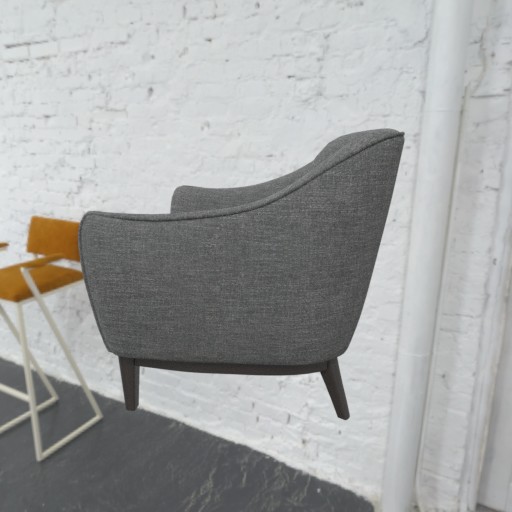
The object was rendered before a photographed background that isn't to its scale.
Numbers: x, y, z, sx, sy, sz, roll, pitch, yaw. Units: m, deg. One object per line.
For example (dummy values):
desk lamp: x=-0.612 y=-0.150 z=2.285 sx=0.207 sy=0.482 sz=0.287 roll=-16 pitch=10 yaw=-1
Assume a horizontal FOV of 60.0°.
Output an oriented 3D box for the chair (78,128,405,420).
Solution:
chair: x=0.000 y=0.000 z=1.536 sx=0.851 sy=0.829 sz=0.870 roll=2 pitch=14 yaw=7
